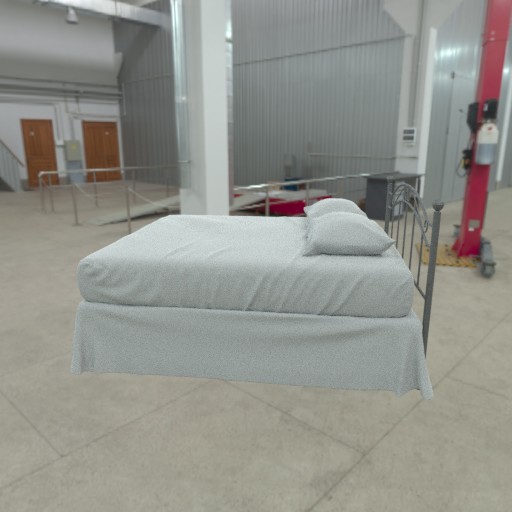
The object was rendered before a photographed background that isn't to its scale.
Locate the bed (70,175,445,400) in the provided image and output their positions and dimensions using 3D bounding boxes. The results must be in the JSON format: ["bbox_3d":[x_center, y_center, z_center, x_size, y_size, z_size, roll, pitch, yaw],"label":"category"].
[{"bbox_3d":[0.000,0.000,3.296,2.215,1.080,1.936,2,15,7],"label":"bed"}]
